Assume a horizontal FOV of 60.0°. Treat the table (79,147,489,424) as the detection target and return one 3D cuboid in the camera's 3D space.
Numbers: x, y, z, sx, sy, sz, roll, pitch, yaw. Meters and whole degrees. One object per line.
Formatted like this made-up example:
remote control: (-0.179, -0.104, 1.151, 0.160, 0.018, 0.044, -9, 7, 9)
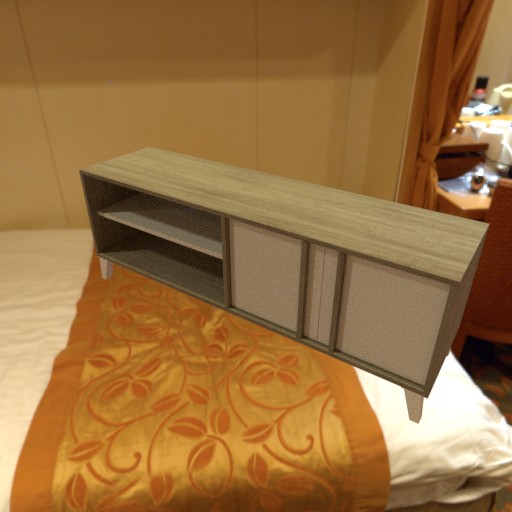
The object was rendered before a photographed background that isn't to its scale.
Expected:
table: (0.000, 0.000, 1.745, 1.500, 0.530, 0.400, 19, 35, 29)
